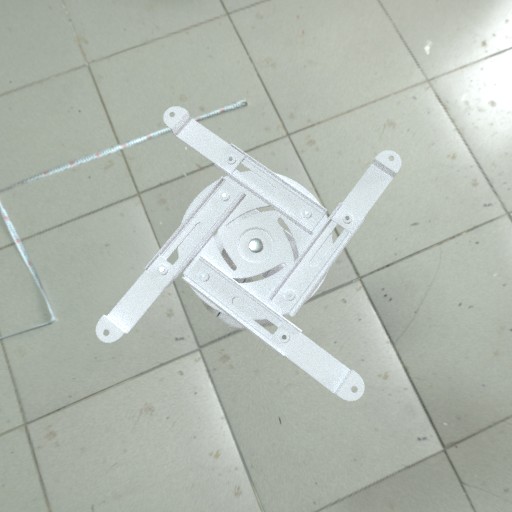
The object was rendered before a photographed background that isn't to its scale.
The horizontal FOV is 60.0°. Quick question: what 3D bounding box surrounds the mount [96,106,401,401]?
[{"bbox_3d":[0.000,0.000,0.592,0.394,0.141,0.394,36,78,9],"label":"mount"}]
